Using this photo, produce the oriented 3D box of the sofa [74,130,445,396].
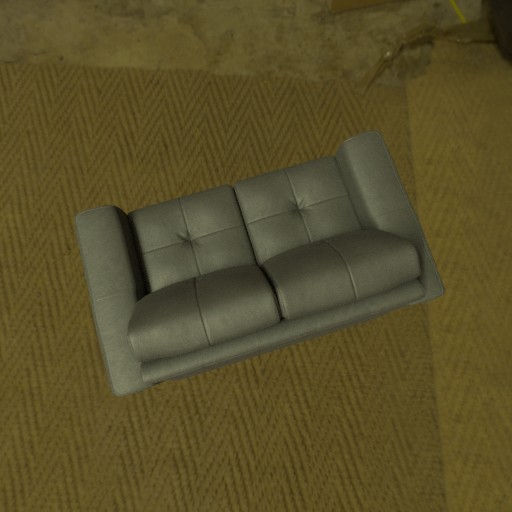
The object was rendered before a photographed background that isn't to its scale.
[{"bbox_3d":[0.000,0.000,2.420,1.806,0.907,1.018,-16,75,-4],"label":"sofa"}]
